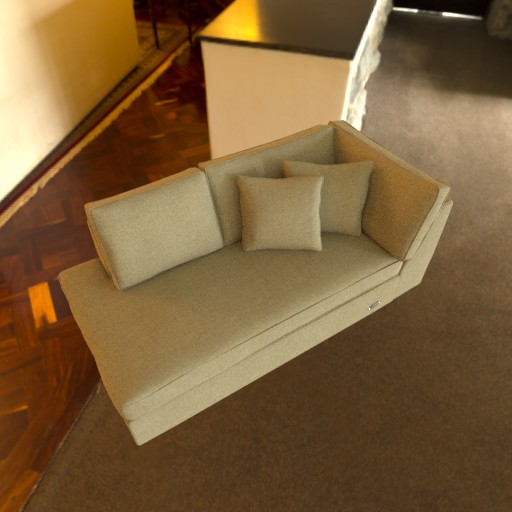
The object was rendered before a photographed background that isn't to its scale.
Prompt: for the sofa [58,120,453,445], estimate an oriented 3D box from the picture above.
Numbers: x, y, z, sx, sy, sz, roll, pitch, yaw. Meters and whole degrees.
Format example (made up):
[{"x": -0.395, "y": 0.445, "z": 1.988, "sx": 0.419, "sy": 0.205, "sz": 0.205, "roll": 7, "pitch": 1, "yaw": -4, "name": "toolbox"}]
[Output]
[{"x": 0.000, "y": 0.000, "z": 2.816, "sx": 2.238, "sy": 1.019, "sz": 1.110, "roll": -24, "pitch": 50, "yaw": -22, "name": "sofa"}]
